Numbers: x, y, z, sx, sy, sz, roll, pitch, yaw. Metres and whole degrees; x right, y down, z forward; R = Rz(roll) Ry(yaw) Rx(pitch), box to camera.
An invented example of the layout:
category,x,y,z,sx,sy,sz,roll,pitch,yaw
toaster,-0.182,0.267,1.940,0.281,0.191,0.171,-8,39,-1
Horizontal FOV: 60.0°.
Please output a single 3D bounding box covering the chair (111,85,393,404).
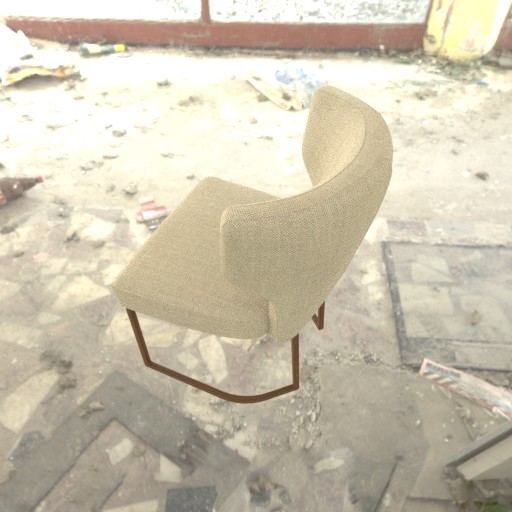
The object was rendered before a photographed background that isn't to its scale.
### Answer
category,x,y,z,sx,sy,sz,roll,pitch,yaw
chair,0.000,0.000,1.276,0.617,0.824,0.611,18,48,16
